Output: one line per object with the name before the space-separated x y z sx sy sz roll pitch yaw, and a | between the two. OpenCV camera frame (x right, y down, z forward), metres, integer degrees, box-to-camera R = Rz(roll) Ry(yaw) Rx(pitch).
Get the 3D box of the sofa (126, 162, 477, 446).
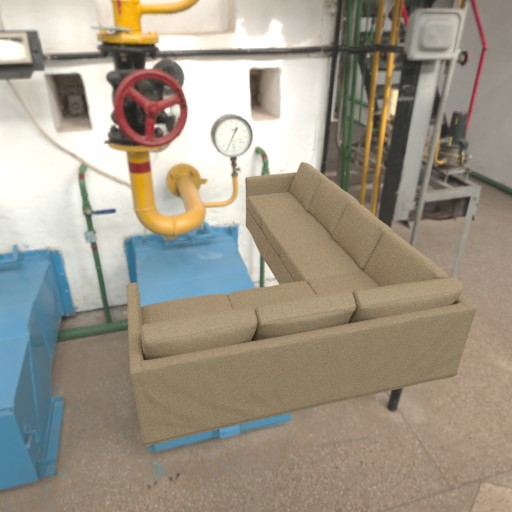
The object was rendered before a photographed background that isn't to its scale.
sofa | 0.000 0.000 4.326 2.432 0.871 3.182 -8 30 -13
